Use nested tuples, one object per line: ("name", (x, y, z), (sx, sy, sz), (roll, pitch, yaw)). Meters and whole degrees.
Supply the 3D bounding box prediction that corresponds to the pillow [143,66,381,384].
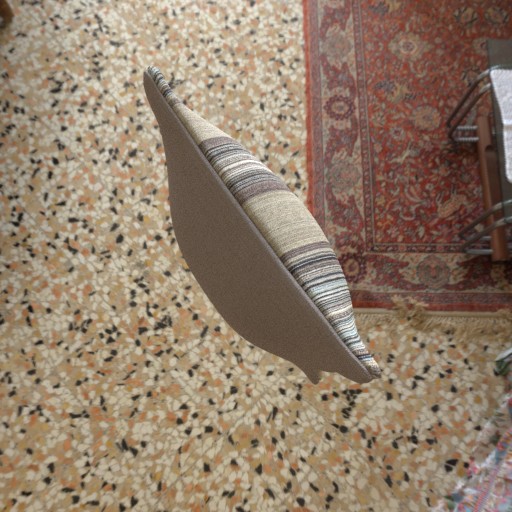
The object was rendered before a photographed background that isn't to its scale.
("pillow", (0.000, 0.000, 0.669), (0.189, 0.416, 0.435), (-34, 77, -9))
